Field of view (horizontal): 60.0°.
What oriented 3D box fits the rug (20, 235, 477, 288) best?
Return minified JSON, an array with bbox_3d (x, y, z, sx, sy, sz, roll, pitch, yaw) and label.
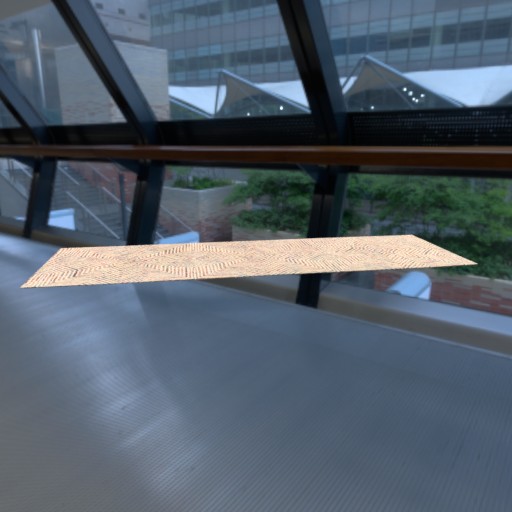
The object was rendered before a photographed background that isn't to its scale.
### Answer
[{"bbox_3d":[0.000,0.000,2.699,2.443,0.009,0.771,-3,16,-9],"label":"rug"}]
